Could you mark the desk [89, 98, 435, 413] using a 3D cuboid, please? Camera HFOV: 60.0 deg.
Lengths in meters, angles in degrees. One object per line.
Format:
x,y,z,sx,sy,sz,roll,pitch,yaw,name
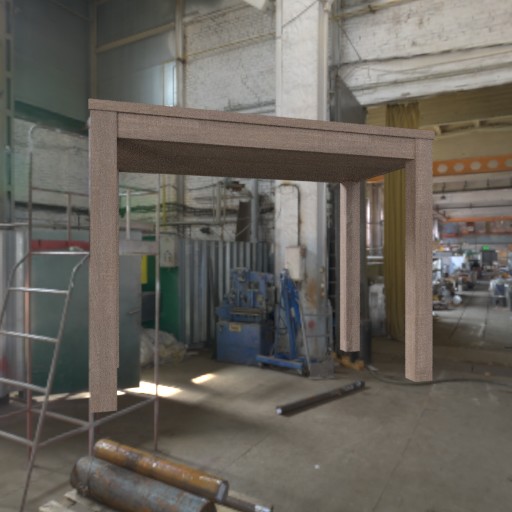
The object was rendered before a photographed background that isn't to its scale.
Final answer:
0.000,0.000,1.449,0.991,0.762,0.495,0,0,-17,desk
